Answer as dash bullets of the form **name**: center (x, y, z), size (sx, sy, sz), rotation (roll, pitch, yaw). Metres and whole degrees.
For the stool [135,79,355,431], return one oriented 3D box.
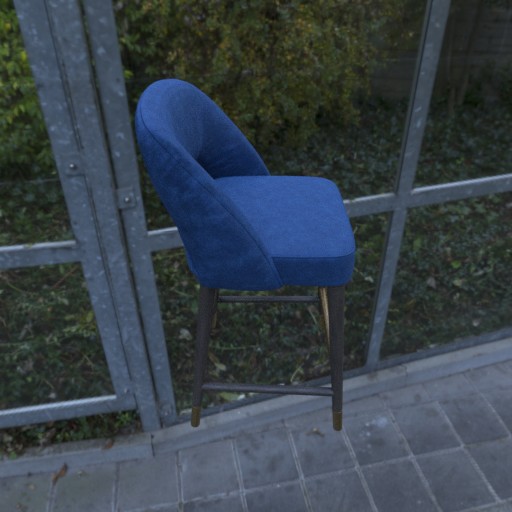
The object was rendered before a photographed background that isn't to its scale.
- **stool**: center (0.000, 0.000, 1.264), size (0.524, 0.925, 0.536), rotation (1, 32, 1)
